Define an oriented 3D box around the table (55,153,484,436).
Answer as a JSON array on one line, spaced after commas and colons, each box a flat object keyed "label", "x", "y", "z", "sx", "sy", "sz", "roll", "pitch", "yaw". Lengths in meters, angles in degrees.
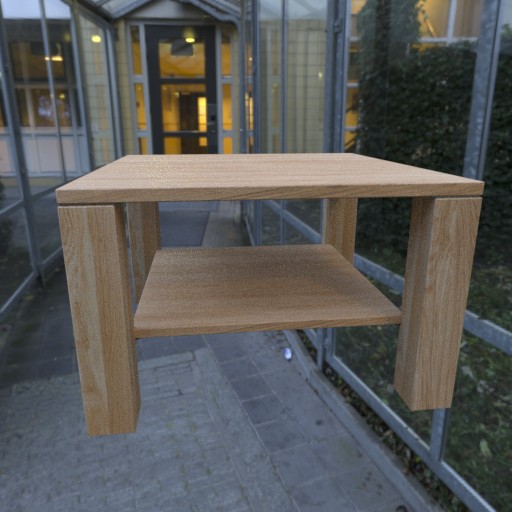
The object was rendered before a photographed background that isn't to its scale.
[{"label": "table", "x": 0.000, "y": 0.000, "z": 1.111, "sx": 0.700, "sy": 0.450, "sz": 0.700, "roll": -2, "pitch": 17, "yaw": -7}]
